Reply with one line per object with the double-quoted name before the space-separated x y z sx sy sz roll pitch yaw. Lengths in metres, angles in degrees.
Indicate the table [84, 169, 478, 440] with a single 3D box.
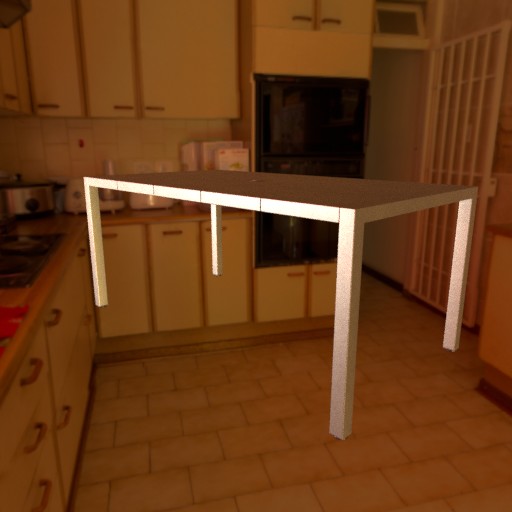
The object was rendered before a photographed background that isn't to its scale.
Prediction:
"table" 0.000 0.000 2.179 0.914 0.735 1.680 -14 20 -43
